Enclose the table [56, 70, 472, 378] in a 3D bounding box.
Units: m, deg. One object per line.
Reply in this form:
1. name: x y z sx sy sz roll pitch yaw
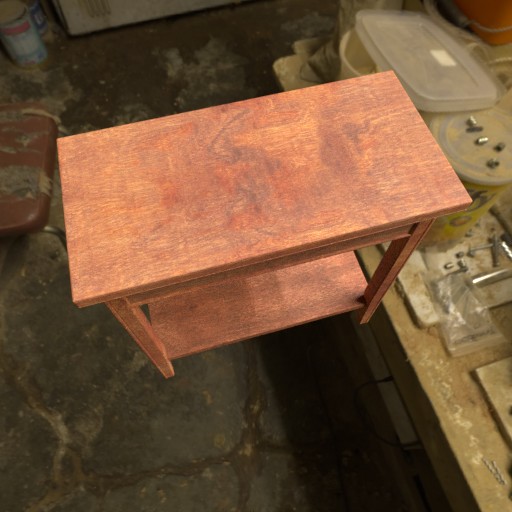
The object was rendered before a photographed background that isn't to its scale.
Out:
1. table: 0.000 0.000 0.982 0.610 0.610 0.305 -14 63 -7
